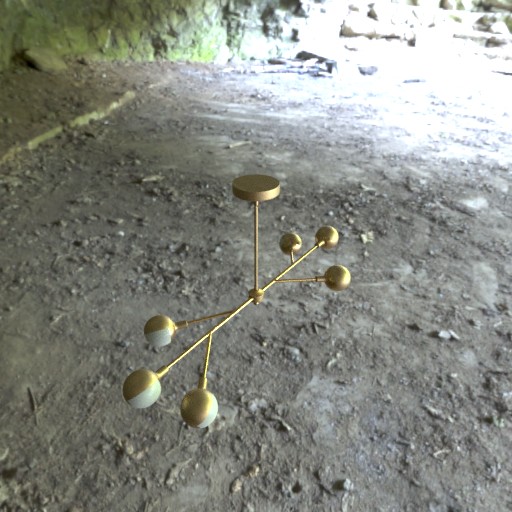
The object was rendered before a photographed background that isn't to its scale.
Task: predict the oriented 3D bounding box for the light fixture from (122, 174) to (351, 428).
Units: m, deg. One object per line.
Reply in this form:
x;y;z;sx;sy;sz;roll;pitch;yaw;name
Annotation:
0.000;0.000;1.034;0.778;0.362;0.434;-22;37;-32;light fixture
